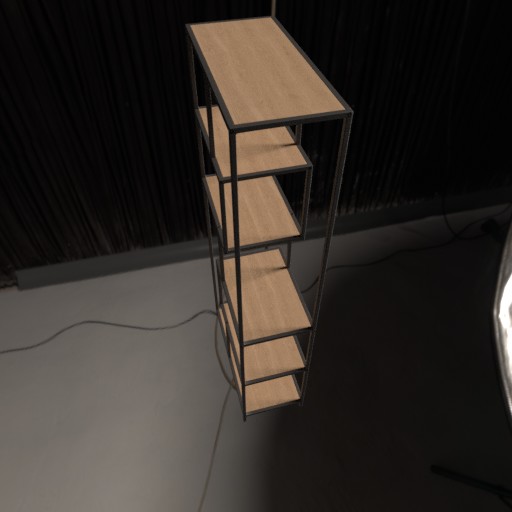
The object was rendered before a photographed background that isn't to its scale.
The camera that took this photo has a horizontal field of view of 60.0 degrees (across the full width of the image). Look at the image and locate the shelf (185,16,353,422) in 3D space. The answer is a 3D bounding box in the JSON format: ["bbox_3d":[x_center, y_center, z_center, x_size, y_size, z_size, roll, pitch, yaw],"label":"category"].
[{"bbox_3d":[0.000,0.000,2.116,0.350,1.850,0.770,-11,48,-10],"label":"shelf"}]
